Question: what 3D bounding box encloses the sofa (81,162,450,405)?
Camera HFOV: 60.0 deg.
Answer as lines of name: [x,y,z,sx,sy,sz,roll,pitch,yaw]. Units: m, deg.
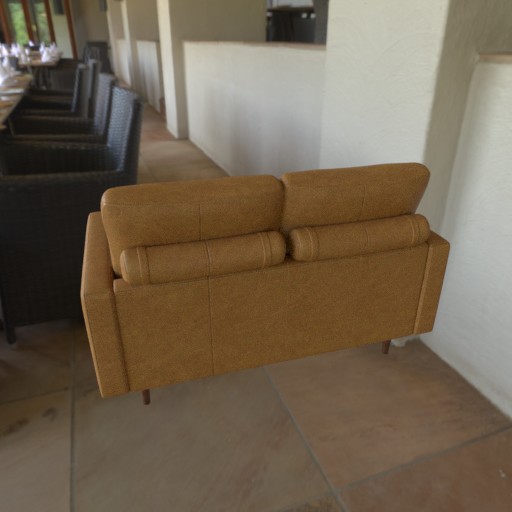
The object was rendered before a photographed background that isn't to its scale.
sofa: [0.000,0.000,1.985,1.430,0.898,0.868,-8,27,-15]
